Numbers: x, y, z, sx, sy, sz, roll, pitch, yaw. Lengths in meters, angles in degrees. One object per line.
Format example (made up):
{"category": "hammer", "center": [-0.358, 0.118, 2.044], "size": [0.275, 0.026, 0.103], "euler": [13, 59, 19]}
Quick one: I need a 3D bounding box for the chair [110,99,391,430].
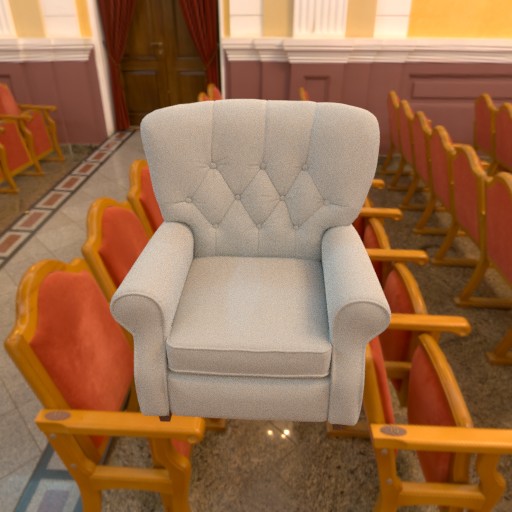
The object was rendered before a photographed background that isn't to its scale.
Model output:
{"category": "chair", "center": [0.000, 0.000, 2.023], "size": [1.090, 1.217, 1.128], "euler": [2, 30, 3]}
